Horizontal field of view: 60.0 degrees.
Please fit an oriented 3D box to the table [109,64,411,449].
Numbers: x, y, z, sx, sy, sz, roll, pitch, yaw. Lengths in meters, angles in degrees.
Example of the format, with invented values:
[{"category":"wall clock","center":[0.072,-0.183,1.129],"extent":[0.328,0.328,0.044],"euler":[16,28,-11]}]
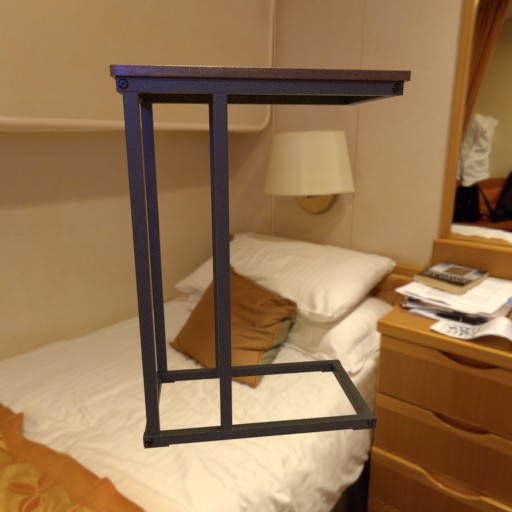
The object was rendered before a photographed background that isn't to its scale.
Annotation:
[{"category":"table","center":[0.000,0.000,0.850],"extent":[0.450,0.637,0.254],"euler":[-2,15,-7]}]
